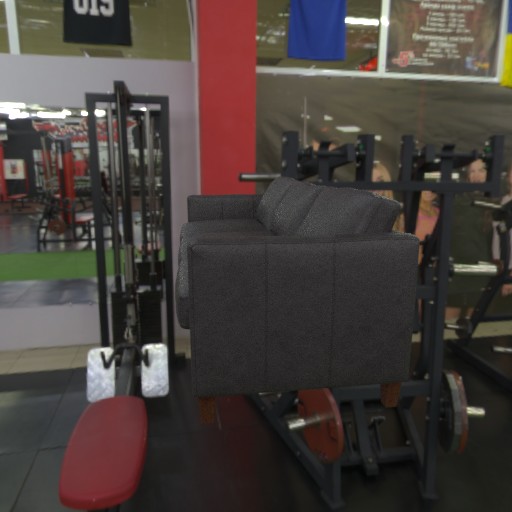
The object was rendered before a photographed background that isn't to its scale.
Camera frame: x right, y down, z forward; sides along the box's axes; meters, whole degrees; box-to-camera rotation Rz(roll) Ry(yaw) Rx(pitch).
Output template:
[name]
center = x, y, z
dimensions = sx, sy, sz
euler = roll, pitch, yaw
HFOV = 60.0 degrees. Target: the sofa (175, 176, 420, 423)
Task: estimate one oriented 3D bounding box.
[sofa]
center = 0.000, 0.000, 3.020
dimensions = 1.045, 1.006, 2.464
euler = -2, 12, -8
